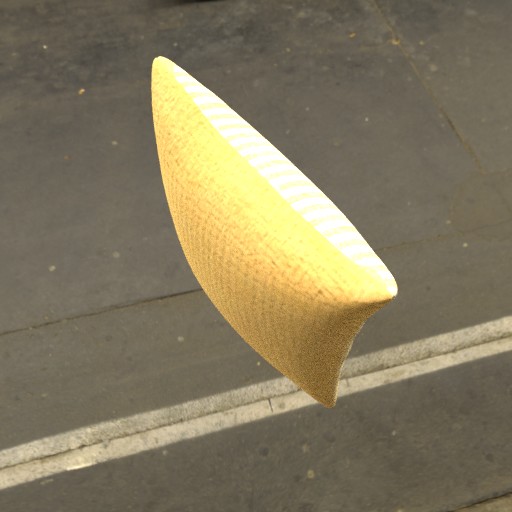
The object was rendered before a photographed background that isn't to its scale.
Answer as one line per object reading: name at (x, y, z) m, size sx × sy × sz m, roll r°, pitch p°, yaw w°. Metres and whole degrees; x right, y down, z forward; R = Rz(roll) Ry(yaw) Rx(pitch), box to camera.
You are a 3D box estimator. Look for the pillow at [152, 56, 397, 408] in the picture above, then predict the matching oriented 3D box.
pillow at (0.000, 0.000, 0.637) m, size 0.173 × 0.407 × 0.419 m, roll -32°, pitch 64°, yaw -18°
